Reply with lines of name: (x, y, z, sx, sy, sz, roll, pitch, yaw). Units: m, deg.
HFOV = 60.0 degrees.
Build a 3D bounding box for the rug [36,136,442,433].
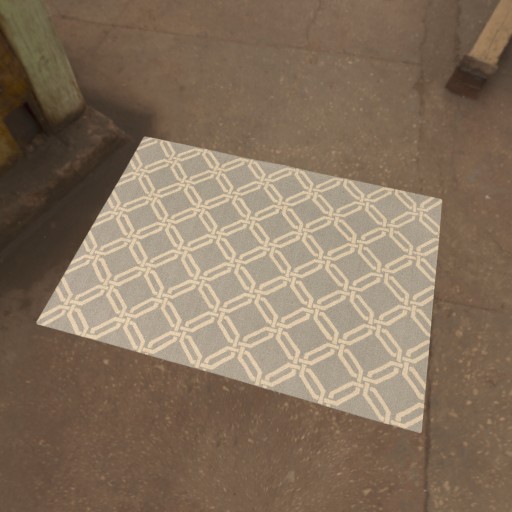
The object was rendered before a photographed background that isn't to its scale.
rug: (0.000, 0.000, 2.707, 2.133, 0.013, 1.522, 14, 60, 8)
